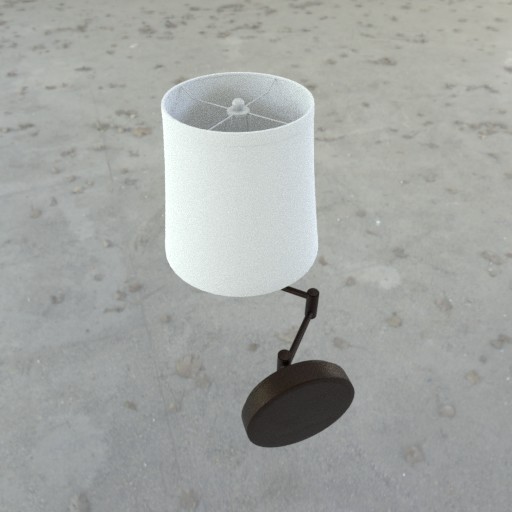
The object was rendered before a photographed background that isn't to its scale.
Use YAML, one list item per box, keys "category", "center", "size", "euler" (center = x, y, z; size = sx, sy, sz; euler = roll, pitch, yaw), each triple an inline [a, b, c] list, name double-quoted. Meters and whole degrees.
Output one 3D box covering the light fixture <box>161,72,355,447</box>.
- category: "light fixture"
  center: [0.000, 0.000, 0.267]
  size: [0.100, 0.172, 0.157]
  euler: [-13, 43, -14]
